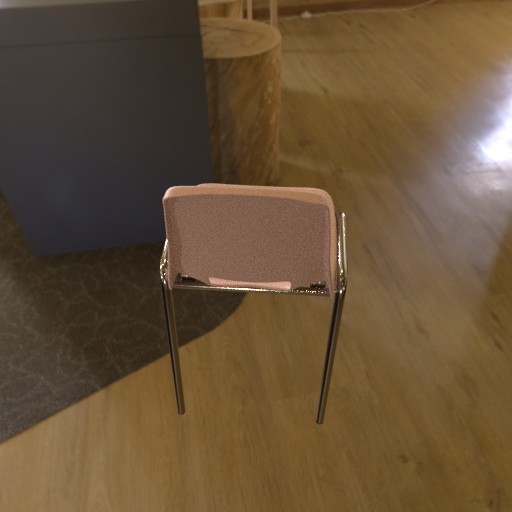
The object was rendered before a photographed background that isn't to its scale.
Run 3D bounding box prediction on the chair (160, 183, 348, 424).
[{"bbox_3d":[0.000,0.000,0.957,0.381,0.704,0.436,3,48,3],"label":"chair"}]
